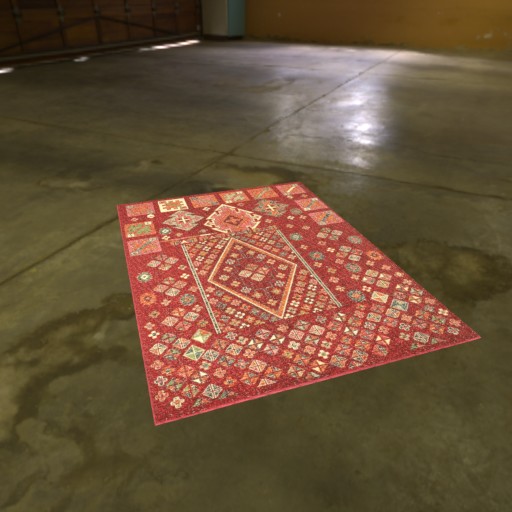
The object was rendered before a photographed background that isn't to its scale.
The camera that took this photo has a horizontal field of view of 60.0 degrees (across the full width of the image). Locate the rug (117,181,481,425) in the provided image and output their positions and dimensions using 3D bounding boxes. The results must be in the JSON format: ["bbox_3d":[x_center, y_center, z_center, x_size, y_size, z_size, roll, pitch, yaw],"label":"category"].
[{"bbox_3d":[0.000,0.000,2.834,1.579,0.007,2.184,-10,32,-16],"label":"rug"}]
